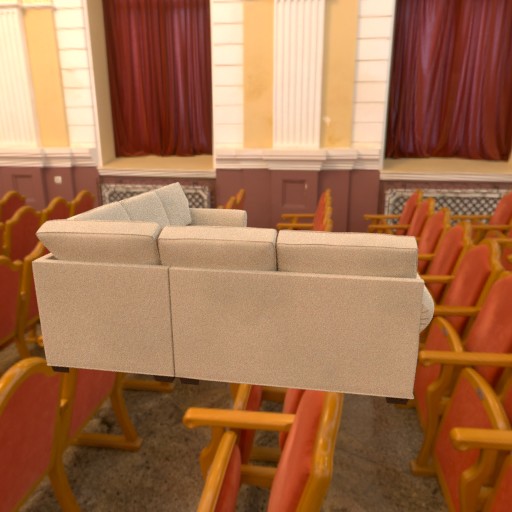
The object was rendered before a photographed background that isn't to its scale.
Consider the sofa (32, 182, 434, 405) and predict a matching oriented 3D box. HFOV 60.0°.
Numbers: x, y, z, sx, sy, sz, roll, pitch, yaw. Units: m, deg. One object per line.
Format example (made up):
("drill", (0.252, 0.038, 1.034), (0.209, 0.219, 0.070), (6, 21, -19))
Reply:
("sofa", (0.000, 0.000, 3.906), (2.487, 1.054, 2.569), (3, 17, 9))
